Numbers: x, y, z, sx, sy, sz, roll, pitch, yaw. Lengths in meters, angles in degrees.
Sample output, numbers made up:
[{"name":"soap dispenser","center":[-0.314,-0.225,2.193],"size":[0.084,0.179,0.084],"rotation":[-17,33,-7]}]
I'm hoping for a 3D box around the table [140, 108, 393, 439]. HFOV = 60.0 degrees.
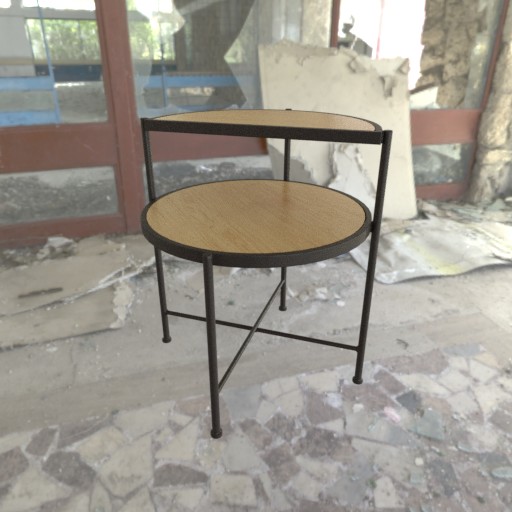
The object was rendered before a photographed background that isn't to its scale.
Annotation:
[{"name":"table","center":[0.000,0.000,1.183],"size":[0.629,0.684,0.628],"rotation":[8,26,17]}]
